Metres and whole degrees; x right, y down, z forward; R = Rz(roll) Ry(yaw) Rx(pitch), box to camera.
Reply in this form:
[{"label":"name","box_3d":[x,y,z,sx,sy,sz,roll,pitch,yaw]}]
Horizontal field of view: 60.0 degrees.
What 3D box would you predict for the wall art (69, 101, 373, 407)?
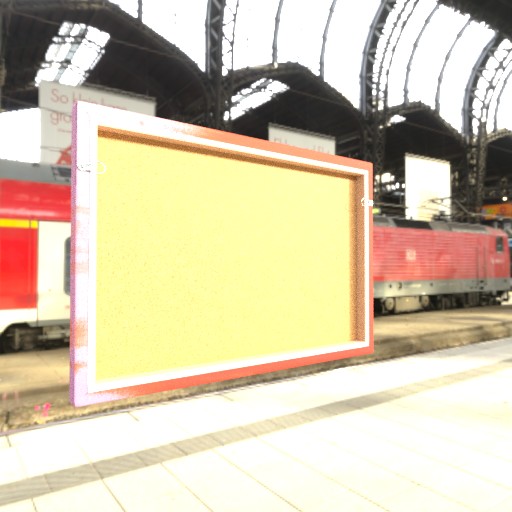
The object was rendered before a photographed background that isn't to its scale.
[{"label":"wall art","box_3d":[0.000,0.000,1.159,0.913,0.609,0.040,1,-1,-37]}]
